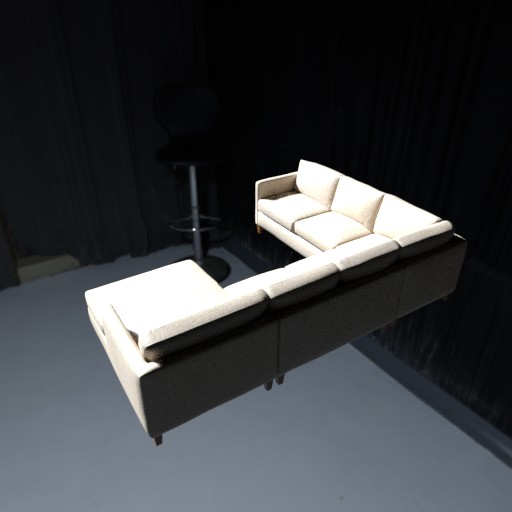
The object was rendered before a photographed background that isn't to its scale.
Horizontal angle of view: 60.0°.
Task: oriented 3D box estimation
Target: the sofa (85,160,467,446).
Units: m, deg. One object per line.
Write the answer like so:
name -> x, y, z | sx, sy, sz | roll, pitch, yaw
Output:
sofa -> 0.000, 0.000, 4.688 | 3.460, 0.961, 2.594 | -18, 35, -28
